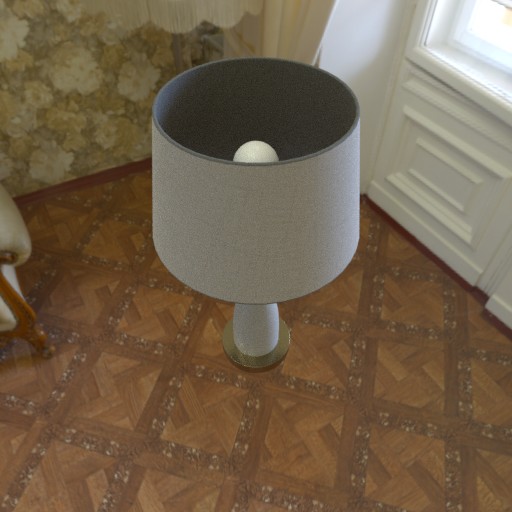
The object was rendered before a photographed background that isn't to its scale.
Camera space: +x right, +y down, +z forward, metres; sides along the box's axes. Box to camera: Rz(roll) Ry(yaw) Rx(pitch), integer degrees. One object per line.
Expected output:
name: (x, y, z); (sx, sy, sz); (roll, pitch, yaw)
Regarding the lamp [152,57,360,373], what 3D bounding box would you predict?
lamp: (0.000, 0.000, 0.728); (0.309, 0.545, 0.309); (0, 48, 0)
